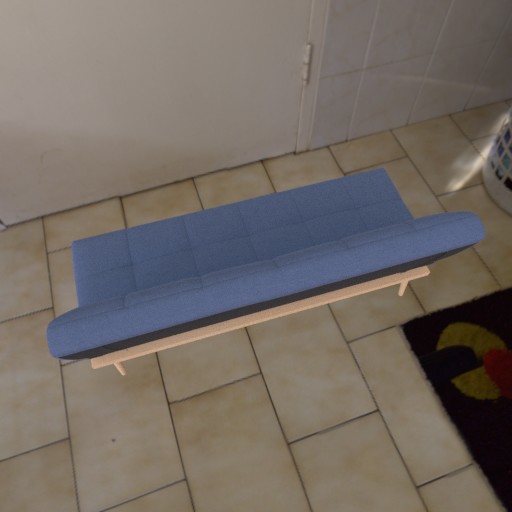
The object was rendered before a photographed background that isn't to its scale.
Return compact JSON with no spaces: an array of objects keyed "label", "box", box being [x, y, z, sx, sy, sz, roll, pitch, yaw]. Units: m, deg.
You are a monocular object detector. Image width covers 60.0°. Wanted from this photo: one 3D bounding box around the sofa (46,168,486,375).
[{"label":"sofa","box":[0.000,0.000,2.203,1.800,0.800,0.796,-14,60,-9]}]
